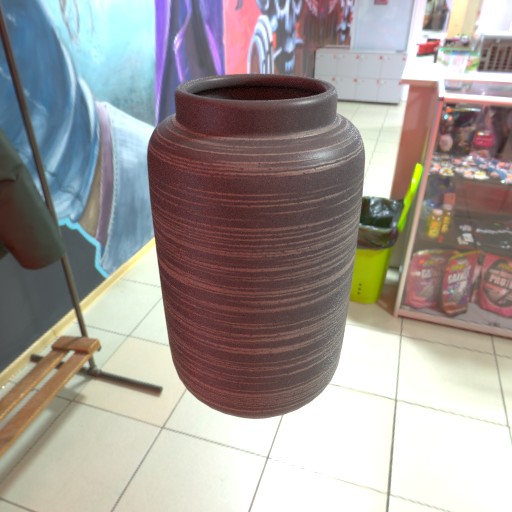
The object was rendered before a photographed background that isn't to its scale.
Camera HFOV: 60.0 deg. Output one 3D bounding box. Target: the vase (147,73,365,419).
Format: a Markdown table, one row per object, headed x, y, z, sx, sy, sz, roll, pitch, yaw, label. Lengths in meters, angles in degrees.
| x | y | z | sx | sy | sz | roll | pitch | yaw | label |
| --- | --- | --- | --- | --- | --- | --- | --- | --- | --- |
| 0.000 | 0.000 | 0.684 | 0.297 | 0.499 | 0.297 | 0 | 31 | 0 | vase |
